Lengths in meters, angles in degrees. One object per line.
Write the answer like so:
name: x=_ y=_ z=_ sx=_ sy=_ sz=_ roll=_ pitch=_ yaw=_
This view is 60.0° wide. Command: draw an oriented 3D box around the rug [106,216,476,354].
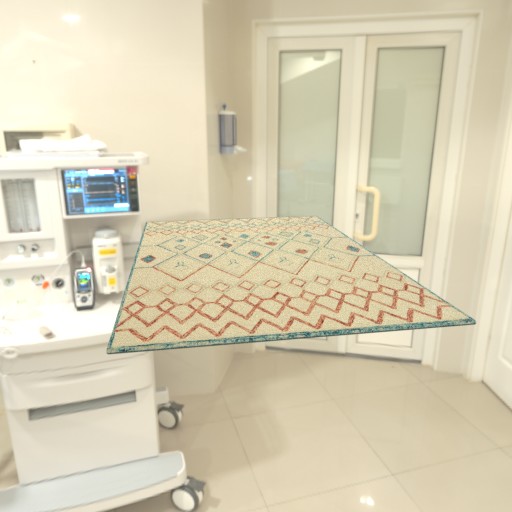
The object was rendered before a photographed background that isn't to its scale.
rug: x=0.000 y=0.000 z=2.277 sx=1.219 sy=0.016 sz=1.829 roll=-3 pitch=17 yaw=-9
